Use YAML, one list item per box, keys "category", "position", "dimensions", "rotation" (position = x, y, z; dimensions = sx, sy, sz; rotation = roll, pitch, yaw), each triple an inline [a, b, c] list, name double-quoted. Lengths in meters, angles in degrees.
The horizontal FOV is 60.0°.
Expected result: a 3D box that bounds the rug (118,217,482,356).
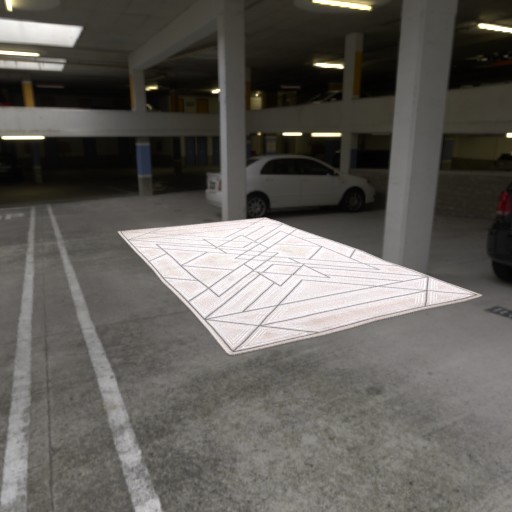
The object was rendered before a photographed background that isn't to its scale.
- category: "rug"
  position: [0.000, 0.000, 1.081]
  dimensions: [0.511, 0.008, 0.869]
  rotation: [-8, 17, -25]
